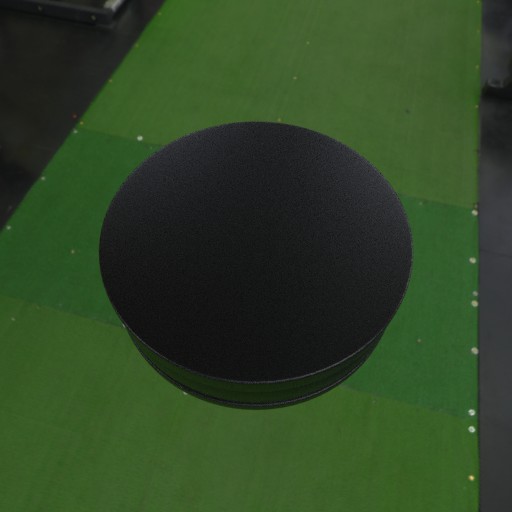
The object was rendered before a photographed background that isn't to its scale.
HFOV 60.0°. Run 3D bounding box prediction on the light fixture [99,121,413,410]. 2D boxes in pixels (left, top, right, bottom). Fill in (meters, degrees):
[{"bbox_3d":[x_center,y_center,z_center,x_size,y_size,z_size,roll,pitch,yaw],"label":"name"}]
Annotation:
[{"bbox_3d":[0.000,0.000,0.441,0.283,0.097,0.283,0,58,0],"label":"light fixture"}]
